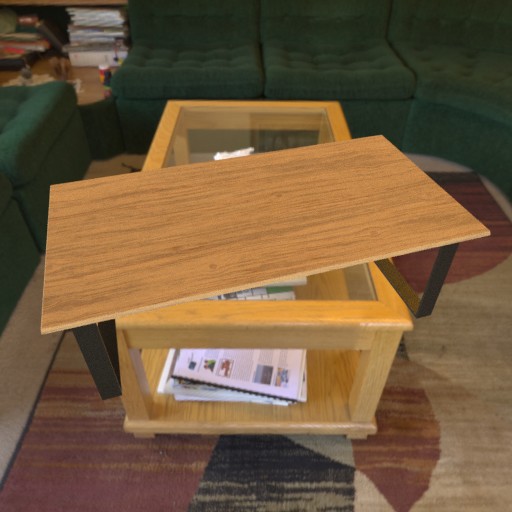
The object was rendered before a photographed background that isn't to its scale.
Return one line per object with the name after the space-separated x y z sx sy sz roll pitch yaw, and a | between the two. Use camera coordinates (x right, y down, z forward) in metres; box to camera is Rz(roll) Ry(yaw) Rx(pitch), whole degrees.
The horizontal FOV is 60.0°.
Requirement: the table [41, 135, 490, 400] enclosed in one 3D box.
0.000 0.000 1.635 1.331 0.445 0.693 -12 43 -13 | table
